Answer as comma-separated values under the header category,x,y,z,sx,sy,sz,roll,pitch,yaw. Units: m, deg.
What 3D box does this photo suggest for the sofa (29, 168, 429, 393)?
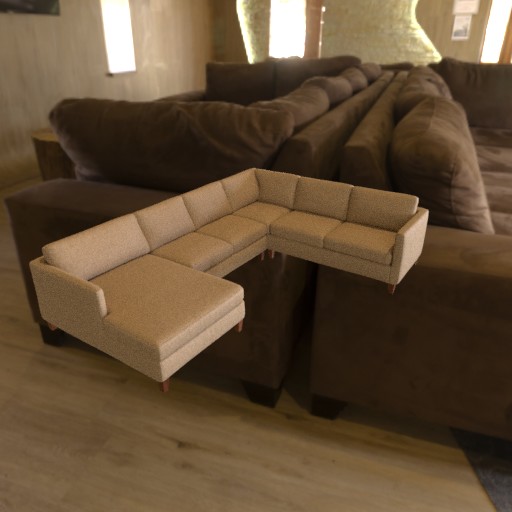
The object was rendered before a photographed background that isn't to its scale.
category,x,y,z,sx,sy,sz,roll,pitch,yaw
sofa,0.000,0.000,4.564,2.551,0.889,3.403,17,30,31
